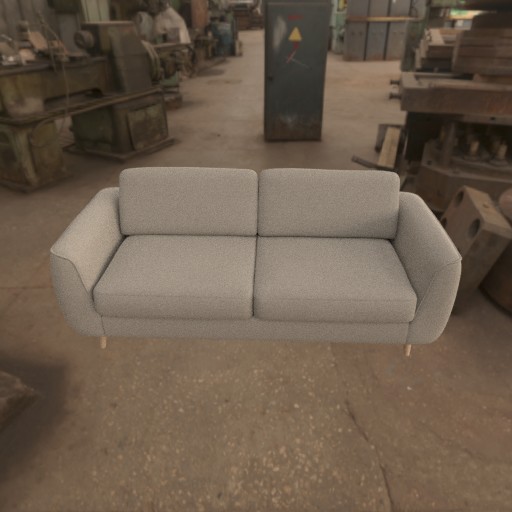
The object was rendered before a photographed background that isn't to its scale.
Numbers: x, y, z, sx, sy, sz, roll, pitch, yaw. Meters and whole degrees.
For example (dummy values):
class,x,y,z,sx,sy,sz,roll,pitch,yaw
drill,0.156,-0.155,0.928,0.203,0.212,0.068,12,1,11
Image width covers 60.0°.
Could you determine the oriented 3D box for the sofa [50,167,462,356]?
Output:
class,x,y,z,sx,sy,sz,roll,pitch,yaw
sofa,0.000,0.000,2.522,2.000,0.850,0.920,1,30,2
